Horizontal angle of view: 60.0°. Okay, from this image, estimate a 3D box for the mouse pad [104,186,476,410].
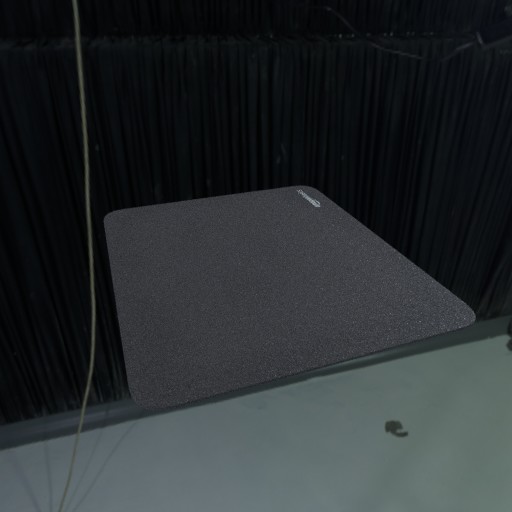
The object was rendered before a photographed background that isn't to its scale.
[{"bbox_3d":[0.000,0.000,0.431,0.269,0.002,0.315,-10,31,-17],"label":"mouse pad"}]
